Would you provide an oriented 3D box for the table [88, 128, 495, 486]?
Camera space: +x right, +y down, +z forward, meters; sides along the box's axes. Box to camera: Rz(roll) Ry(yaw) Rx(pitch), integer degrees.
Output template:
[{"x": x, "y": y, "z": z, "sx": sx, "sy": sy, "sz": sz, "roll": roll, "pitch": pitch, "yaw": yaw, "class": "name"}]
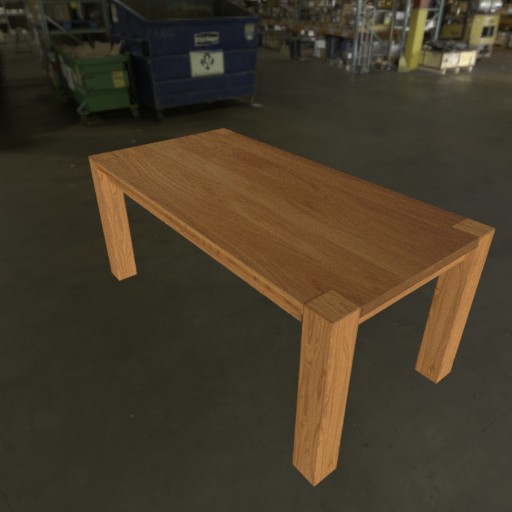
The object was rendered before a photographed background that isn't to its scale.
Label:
[{"x": 0.000, "y": 0.000, "z": 2.246, "sx": 0.900, "sy": 0.760, "sz": 1.800, "roll": -22, "pitch": 38, "yaw": -32, "class": "table"}]
